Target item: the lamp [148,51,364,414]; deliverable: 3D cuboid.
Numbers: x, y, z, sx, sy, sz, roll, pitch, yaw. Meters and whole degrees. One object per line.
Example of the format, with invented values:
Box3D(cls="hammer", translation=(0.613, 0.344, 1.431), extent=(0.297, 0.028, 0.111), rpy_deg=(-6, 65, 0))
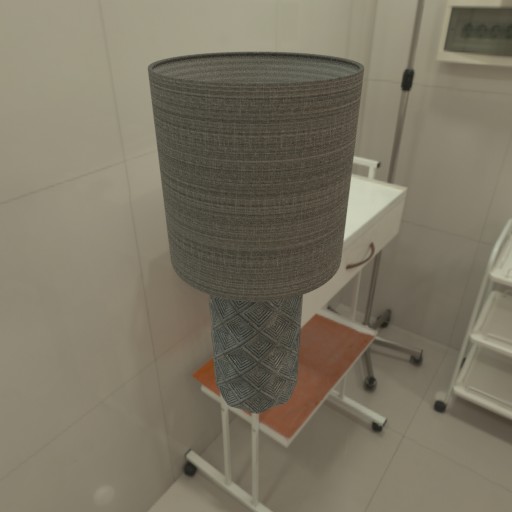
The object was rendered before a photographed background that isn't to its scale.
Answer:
Box3D(cls="lamp", translation=(0.000, 0.000, 0.707), extent=(0.269, 0.566, 0.268), rpy_deg=(20, 36, 30))
